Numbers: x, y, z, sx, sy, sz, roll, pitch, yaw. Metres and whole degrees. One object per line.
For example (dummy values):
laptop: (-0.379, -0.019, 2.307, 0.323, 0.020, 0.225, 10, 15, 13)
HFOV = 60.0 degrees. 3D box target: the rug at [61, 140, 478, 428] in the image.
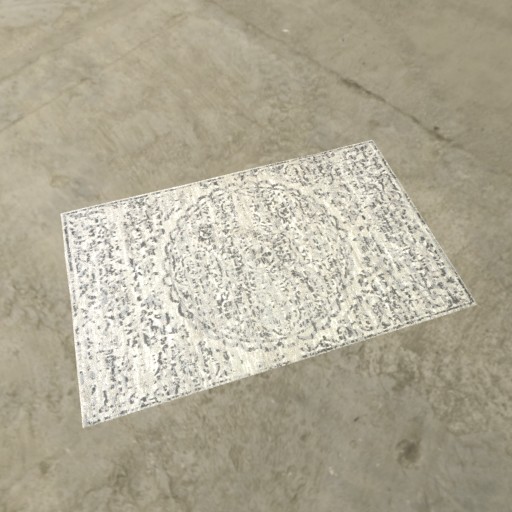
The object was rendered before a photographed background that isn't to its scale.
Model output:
rug: (0.000, 0.000, 2.975, 2.447, 0.021, 1.527, -15, 60, -9)
